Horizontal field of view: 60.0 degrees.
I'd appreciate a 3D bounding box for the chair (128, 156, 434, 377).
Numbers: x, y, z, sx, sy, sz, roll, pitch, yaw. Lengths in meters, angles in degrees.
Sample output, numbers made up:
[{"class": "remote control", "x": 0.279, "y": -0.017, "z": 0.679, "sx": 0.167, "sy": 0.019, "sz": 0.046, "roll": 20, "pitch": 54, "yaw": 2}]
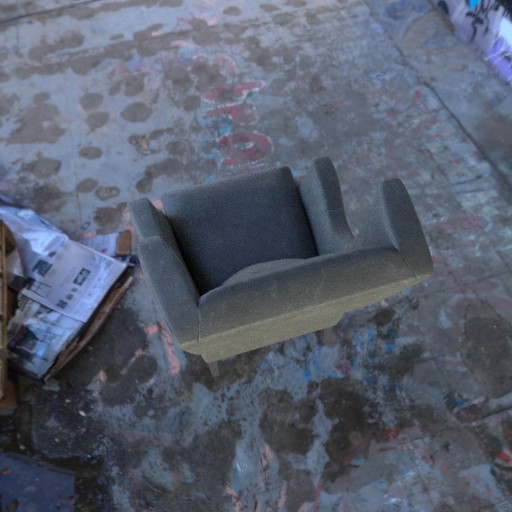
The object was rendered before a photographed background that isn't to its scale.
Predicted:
[{"class": "chair", "x": 0.000, "y": 0.000, "z": 1.703, "sx": 0.853, "sy": 1.016, "sz": 0.926, "roll": -15, "pitch": 60, "yaw": -9}]
